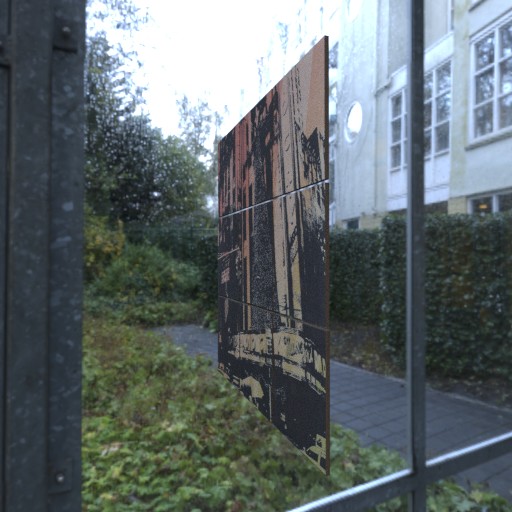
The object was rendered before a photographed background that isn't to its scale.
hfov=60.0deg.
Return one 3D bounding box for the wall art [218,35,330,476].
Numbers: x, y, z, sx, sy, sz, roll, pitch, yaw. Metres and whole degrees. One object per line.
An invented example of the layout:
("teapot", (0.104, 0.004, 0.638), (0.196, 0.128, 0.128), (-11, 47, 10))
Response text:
("wall art", (0.000, 0.000, 1.796), (0.013, 1.216, 1.216), (0, 0, -19))
